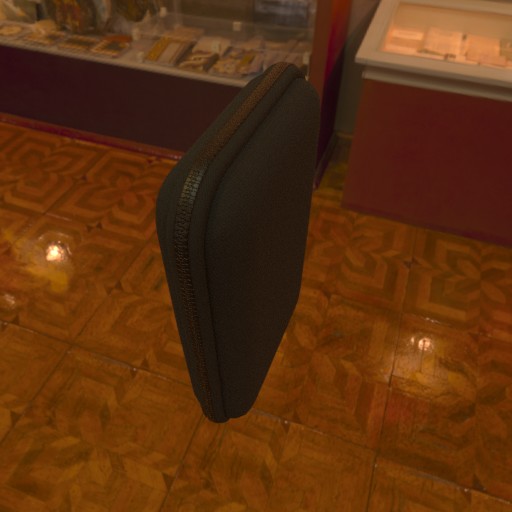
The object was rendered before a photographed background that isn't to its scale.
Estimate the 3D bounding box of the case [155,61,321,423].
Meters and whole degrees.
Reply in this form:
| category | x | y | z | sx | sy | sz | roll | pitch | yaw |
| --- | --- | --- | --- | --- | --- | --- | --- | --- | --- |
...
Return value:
| category | x | y | z | sx | sy | sz | roll | pitch | yaw |
| --- | --- | --- | --- | --- | --- | --- | --- | --- | --- |
| case | 0.000 | 0.000 | 0.191 | 0.030 | 0.147 | 0.107 | 17 | 50 | 15 |
